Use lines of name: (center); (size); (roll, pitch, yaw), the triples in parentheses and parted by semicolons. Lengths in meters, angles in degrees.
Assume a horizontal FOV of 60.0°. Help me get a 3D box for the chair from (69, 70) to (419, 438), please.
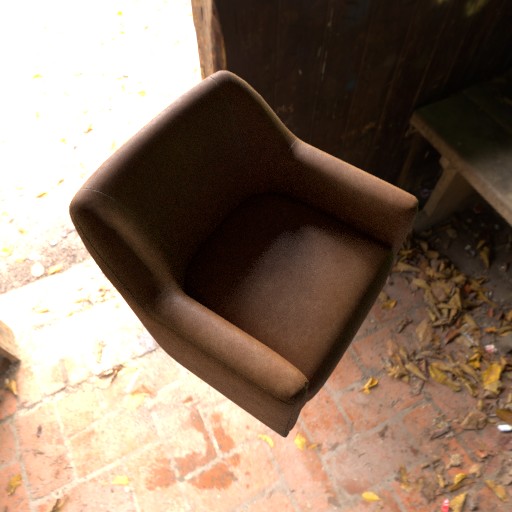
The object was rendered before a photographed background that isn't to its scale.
chair: (0.000, 0.000, 1.900); (1.034, 0.980, 1.037); (30, 63, 17)
